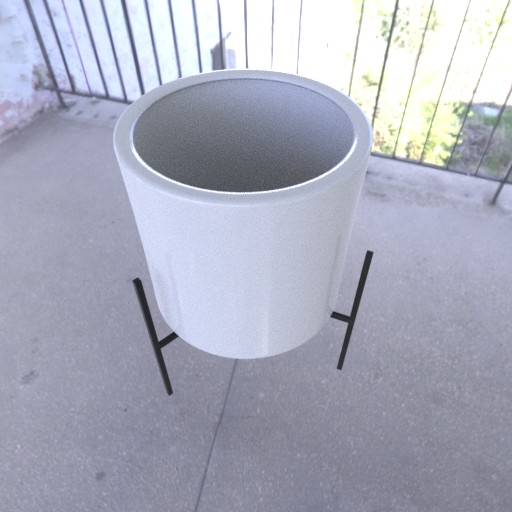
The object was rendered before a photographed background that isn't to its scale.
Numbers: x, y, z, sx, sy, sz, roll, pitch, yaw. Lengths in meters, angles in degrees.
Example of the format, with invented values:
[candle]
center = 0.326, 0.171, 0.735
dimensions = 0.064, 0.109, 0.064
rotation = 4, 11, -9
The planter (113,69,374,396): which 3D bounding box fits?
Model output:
[planter]
center = 0.000, 0.000, 0.733
dimensions = 0.361, 0.480, 0.360
rotation = 17, 48, 16
